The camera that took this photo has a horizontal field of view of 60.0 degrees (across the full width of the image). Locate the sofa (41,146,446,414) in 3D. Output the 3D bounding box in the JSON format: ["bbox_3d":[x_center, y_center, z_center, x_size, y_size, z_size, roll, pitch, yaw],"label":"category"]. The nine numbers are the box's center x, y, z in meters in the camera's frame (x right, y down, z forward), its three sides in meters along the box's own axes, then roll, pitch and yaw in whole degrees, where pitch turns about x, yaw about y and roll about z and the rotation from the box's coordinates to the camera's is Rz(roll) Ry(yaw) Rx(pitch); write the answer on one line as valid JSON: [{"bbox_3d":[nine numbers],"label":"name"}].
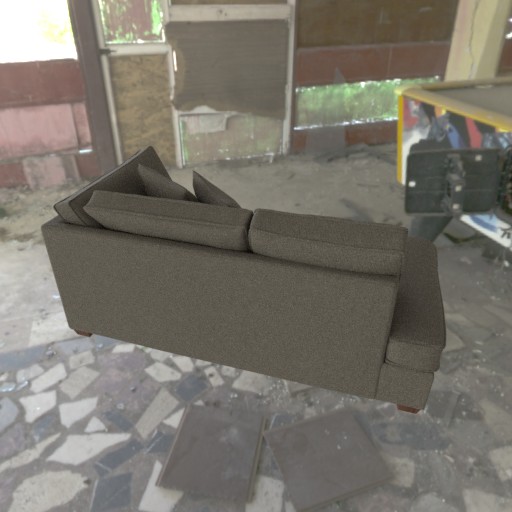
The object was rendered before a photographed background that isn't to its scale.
[{"bbox_3d":[0.000,0.000,2.812,2.237,1.033,1.110,9,33,15],"label":"sofa"}]
